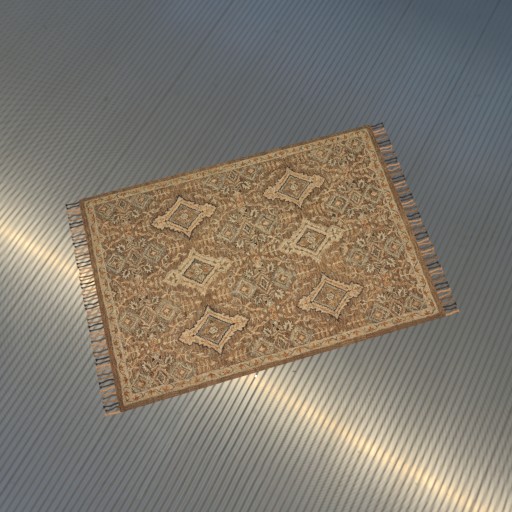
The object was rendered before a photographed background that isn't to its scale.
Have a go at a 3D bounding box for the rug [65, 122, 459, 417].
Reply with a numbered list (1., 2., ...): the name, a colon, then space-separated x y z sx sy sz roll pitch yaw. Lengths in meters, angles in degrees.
1. rug: 0.000 0.000 3.101 2.434 0.010 1.516 -15 75 -4
